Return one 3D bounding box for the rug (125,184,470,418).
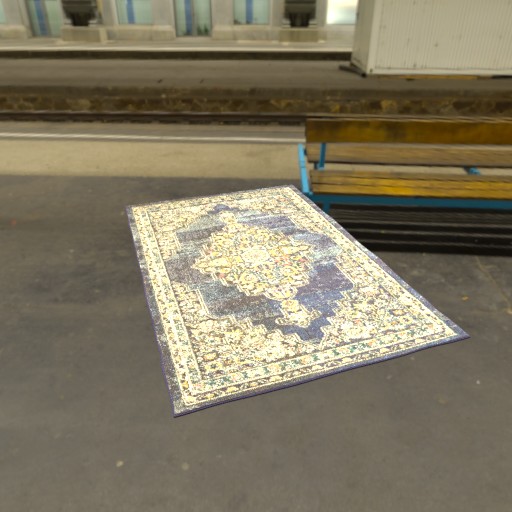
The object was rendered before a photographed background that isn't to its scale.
[{"bbox_3d":[0.000,0.000,2.310,1.184,0.012,1.781,-10,31,-17],"label":"rug"}]
